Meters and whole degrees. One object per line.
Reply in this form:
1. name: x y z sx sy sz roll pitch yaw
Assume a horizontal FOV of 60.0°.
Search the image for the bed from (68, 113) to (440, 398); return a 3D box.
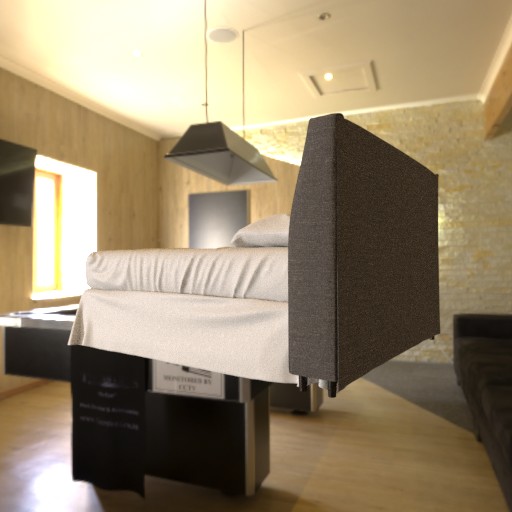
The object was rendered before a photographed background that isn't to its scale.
1. bed: 0.000 0.000 3.424 2.276 1.332 1.925 0 0 36
